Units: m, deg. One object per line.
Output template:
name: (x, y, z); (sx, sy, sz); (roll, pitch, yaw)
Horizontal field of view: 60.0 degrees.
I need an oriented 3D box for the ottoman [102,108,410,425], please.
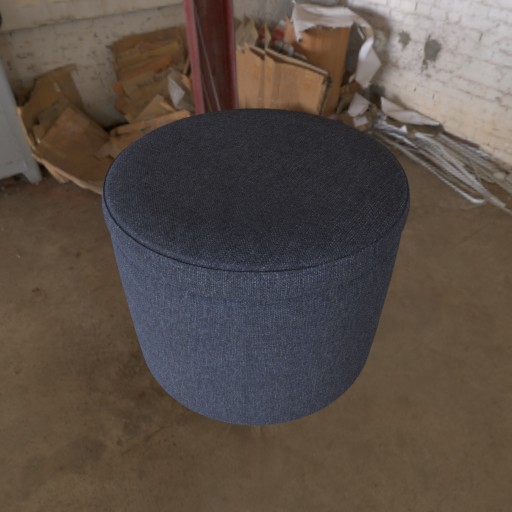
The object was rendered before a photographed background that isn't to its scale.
ottoman: (0.000, 0.000, 0.885); (0.520, 0.430, 0.520); (0, 42, 0)
